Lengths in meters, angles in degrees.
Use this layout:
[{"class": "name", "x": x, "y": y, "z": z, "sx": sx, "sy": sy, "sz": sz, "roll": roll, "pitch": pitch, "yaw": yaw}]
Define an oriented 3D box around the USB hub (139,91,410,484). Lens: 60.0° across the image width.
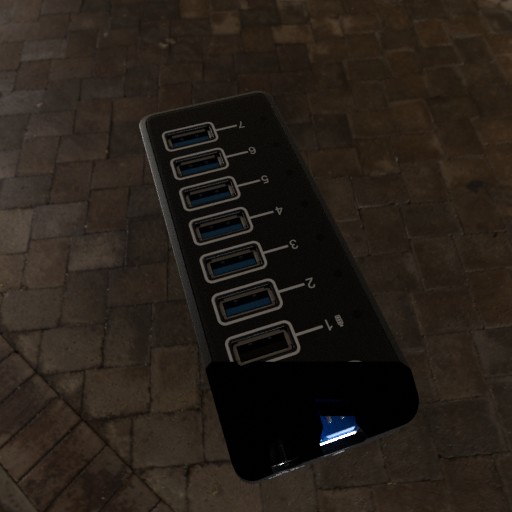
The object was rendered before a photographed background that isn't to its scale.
[{"class": "USB hub", "x": 0.000, "y": 0.000, "z": 0.127, "sx": 0.044, "sy": 0.023, "sz": 0.110, "roll": -16, "pitch": 61, "yaw": -9}]
